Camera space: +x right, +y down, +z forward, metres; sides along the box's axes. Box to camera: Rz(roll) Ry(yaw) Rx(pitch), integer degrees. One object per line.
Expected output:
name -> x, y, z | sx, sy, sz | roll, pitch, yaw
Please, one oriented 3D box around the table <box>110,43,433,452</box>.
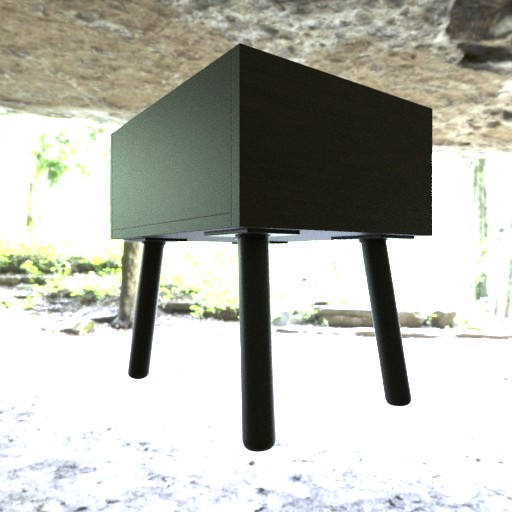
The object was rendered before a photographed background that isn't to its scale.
table -> 0.000, 0.000, 0.780 | 0.370, 0.470, 0.450 | 0, 0, -36
